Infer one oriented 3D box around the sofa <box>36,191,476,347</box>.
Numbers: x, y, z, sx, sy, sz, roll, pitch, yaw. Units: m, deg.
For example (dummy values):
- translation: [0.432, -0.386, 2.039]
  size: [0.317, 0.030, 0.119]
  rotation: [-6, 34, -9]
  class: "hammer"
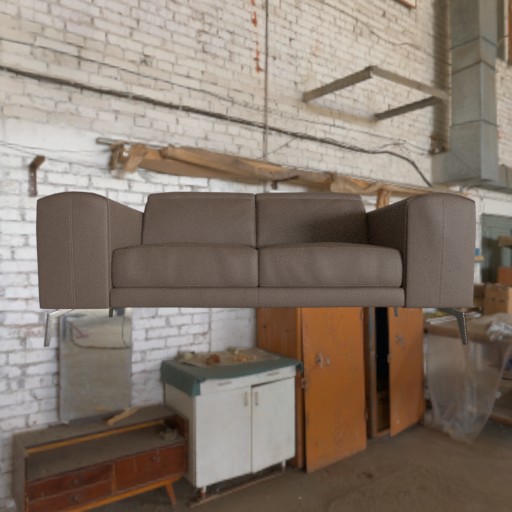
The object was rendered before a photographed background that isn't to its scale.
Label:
- translation: [0.000, 0.000, 2.358]
  size: [1.895, 0.779, 1.003]
  rotation: [0, 0, -1]
  class: "sofa"
